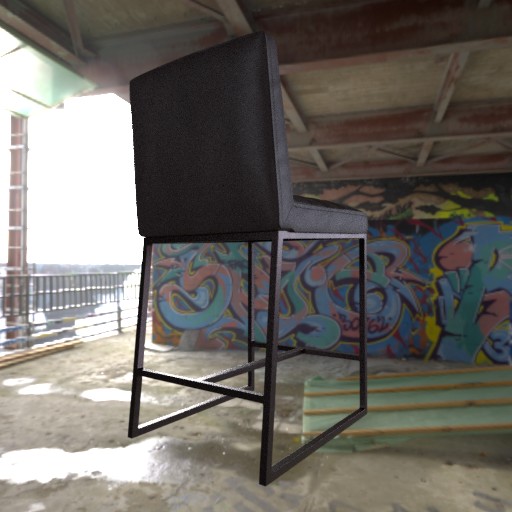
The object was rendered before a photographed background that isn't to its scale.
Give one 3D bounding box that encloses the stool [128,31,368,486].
[{"bbox_3d":[0.000,0.000,1.250,0.463,0.946,0.562,-1,-1,36],"label":"stool"}]
